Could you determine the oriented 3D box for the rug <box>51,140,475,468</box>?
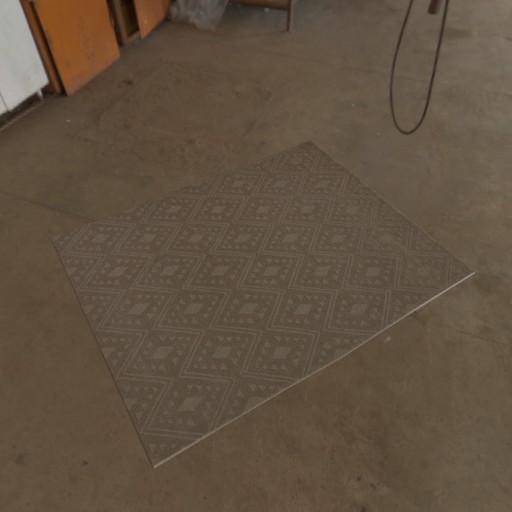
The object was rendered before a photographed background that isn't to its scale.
[{"bbox_3d":[0.000,0.000,3.983,3.011,0.054,2.399,-25,53,-21],"label":"rug"}]
